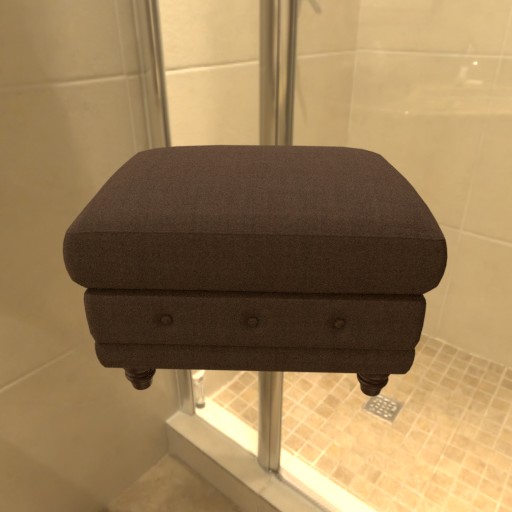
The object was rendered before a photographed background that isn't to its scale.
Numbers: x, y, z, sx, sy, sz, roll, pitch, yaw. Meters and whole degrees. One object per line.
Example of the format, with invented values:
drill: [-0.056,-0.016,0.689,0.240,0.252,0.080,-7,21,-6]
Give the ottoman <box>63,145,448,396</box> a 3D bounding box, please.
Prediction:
ottoman: [0.000,0.000,1.237,0.809,0.555,0.599,1,28,2]
